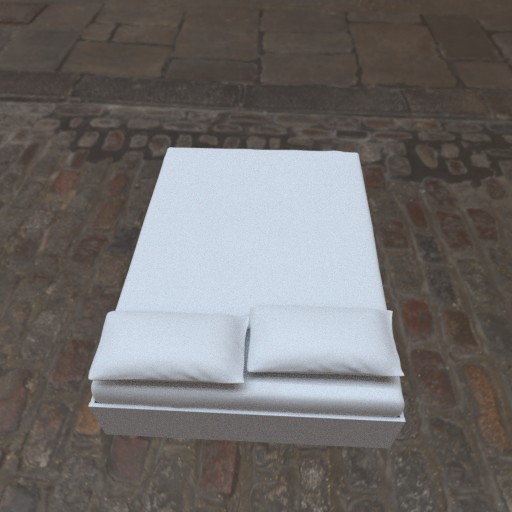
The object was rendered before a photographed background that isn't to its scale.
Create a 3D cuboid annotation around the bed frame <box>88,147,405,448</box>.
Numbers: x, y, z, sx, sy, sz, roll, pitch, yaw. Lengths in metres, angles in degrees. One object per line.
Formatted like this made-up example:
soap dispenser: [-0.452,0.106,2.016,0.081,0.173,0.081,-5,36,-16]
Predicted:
bed frame: [0.000,0.000,2.649,1.450,0.629,1.950,2,47,2]
